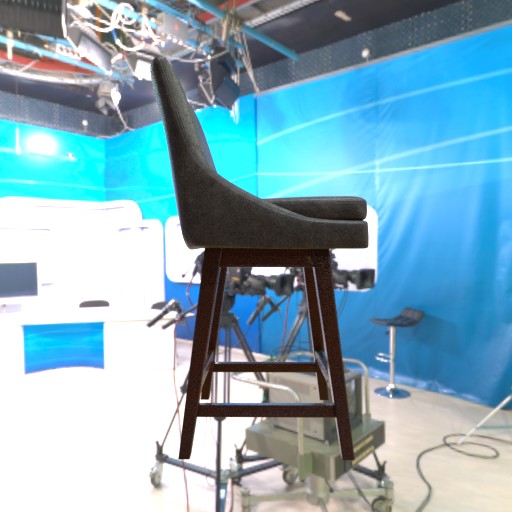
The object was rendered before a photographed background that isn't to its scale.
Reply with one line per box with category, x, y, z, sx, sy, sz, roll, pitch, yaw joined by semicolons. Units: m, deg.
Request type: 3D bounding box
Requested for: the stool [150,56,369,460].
stool;0.000;0.000;1.368;0.587;1.046;0.492;0;2;0
